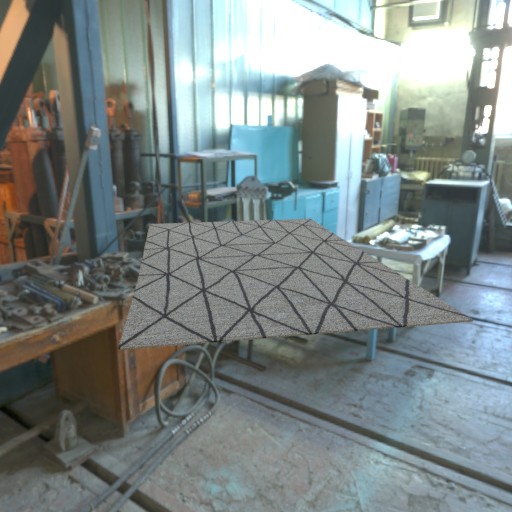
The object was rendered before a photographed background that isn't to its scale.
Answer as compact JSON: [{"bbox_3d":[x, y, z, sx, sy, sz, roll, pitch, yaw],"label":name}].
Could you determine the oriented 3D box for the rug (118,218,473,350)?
[{"bbox_3d":[0.000,0.000,3.009,1.526,0.008,2.465,-3,16,-10],"label":"rug"}]
